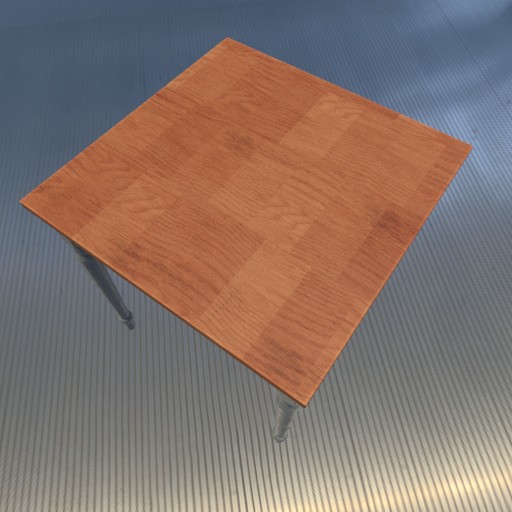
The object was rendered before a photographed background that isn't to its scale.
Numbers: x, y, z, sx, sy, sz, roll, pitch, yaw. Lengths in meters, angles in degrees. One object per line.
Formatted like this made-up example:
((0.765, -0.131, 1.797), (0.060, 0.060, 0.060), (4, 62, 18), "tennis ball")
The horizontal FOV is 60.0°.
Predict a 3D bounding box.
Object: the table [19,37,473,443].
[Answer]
((0.000, 0.000, 1.333), (0.747, 0.738, 0.747), (32, 64, 18), "table")
